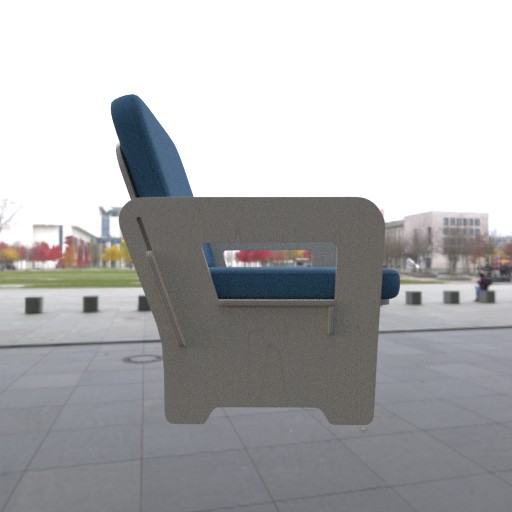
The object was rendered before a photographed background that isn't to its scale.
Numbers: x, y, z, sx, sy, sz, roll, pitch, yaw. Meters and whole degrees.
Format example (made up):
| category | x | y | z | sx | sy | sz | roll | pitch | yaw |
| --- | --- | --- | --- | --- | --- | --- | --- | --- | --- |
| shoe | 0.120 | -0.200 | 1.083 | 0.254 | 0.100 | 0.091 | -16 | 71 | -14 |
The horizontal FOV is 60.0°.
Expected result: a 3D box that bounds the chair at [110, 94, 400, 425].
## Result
| category | x | y | z | sx | sy | sz | roll | pitch | yaw |
| --- | --- | --- | --- | --- | --- | --- | --- | --- | --- |
| chair | 0.000 | 0.000 | 1.196 | 0.657 | 0.747 | 0.547 | 0 | -1 | 1 |
